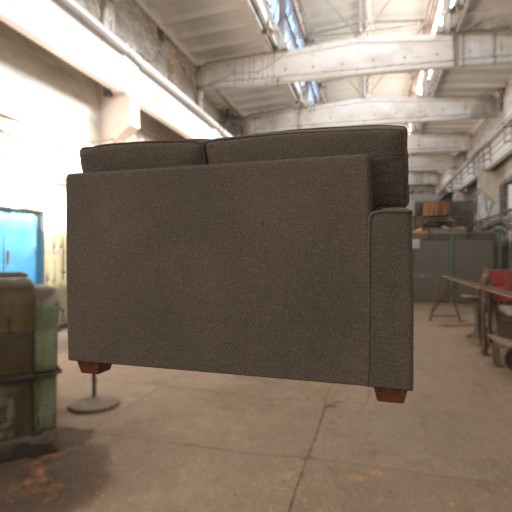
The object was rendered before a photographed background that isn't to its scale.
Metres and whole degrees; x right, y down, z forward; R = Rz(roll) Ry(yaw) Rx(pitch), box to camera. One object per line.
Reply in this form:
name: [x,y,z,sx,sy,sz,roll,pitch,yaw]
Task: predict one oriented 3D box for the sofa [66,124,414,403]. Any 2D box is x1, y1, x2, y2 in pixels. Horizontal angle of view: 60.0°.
sofa: [0.000,0.000,2.088,1.388,0.989,0.991,0,0,18]
